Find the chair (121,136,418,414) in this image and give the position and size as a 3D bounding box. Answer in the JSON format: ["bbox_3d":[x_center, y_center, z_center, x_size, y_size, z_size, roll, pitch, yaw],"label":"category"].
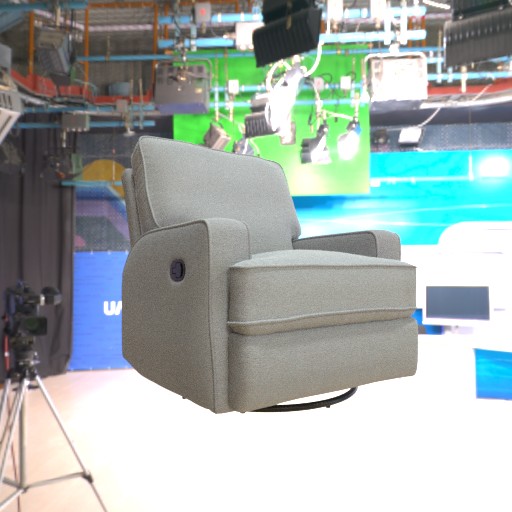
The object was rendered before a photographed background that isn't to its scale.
[{"bbox_3d":[0.000,0.000,1.716,0.861,0.964,0.969,1,-2,-36],"label":"chair"}]
